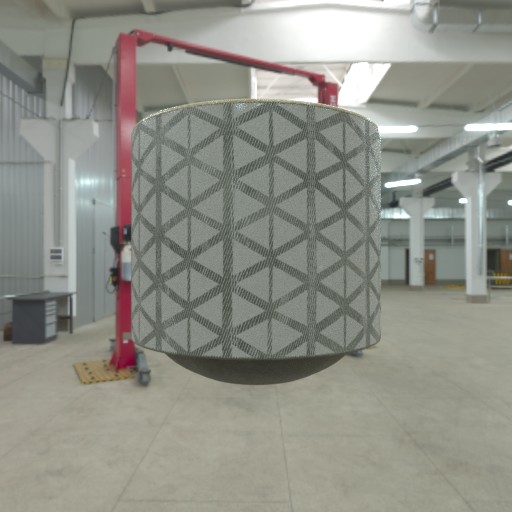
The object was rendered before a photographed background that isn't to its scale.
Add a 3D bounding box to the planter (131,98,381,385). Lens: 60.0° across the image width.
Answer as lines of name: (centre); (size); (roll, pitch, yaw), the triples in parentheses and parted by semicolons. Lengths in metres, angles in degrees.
planter: (0.000, 0.000, 0.461); (0.250, 0.239, 0.250); (0, 0, 0)
